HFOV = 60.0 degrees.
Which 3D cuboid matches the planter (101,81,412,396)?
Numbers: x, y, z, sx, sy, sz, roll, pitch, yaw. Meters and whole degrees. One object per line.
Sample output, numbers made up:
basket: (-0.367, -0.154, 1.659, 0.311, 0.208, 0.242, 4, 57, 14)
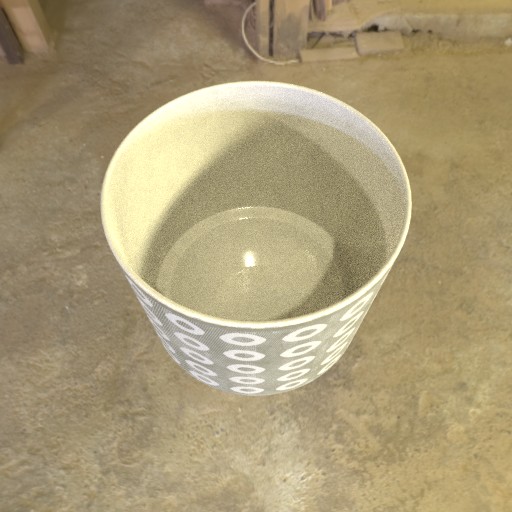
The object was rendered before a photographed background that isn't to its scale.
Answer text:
planter: (0.000, 0.000, 0.463, 0.250, 0.239, 0.250, 0, 60, 0)
